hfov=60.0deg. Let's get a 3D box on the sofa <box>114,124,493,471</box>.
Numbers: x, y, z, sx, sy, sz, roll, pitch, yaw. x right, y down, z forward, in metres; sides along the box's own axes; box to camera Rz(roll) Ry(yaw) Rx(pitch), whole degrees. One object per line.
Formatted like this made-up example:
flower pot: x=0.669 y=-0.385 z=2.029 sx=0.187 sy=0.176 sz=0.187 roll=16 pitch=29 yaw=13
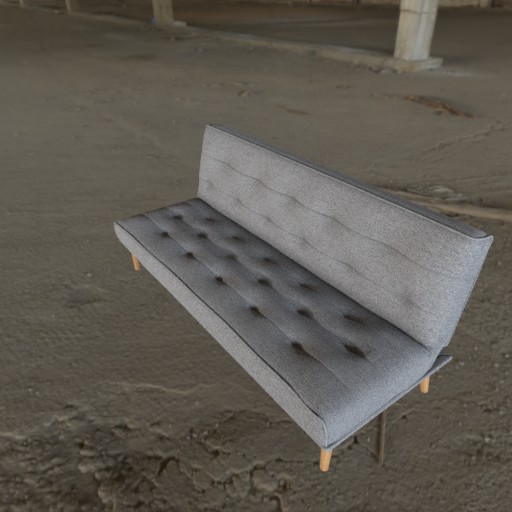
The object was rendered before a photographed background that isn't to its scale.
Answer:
sofa: x=0.000 y=0.000 z=2.214 sx=0.810 sy=0.830 sz=1.820 roll=-22 pitch=38 yaw=-31
